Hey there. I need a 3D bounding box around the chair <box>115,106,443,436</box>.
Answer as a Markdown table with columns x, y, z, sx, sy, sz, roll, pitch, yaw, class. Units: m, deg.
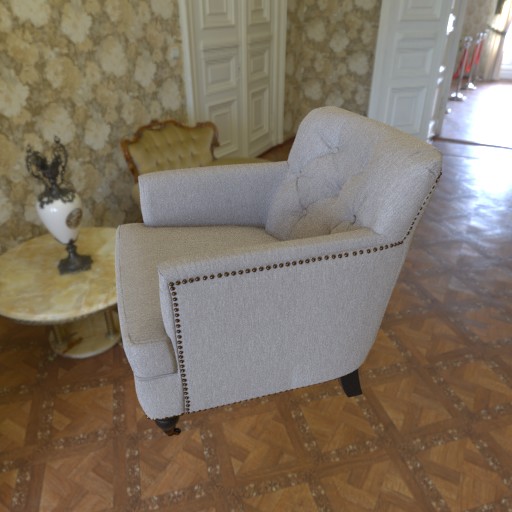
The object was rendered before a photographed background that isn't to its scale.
| x | y | z | sx | sy | sz | roll | pitch | yaw | class |
| --- | --- | --- | --- | --- | --- | --- | --- | --- | --- |
| 0.000 | 0.000 | 1.473 | 0.902 | 0.823 | 0.737 | -8 | 30 | -15 | chair |
